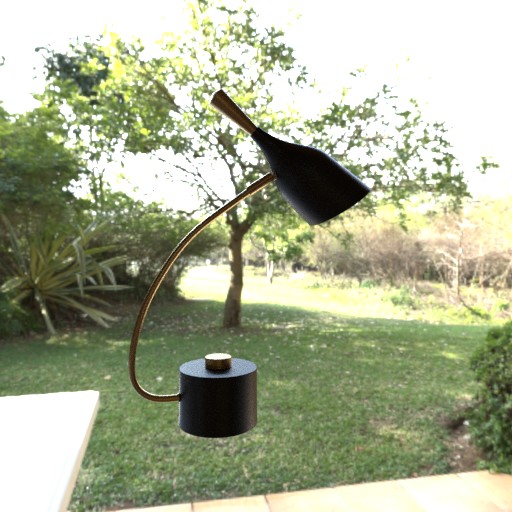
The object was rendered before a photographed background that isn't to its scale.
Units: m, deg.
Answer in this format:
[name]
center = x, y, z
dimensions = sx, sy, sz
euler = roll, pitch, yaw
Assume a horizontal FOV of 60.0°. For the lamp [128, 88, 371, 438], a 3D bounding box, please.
[lamp]
center = 0.000, 0.000, 0.634
dimensions = 0.352, 0.464, 0.110
euler = 0, 1, -18
